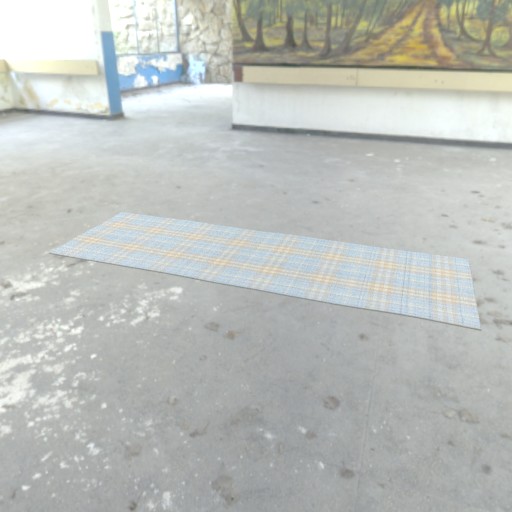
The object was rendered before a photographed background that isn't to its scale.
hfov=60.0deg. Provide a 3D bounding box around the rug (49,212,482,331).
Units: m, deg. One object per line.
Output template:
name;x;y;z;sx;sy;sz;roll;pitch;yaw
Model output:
rug;0.000;0.000;2.696;2.439;0.013;0.762;9;27;17
